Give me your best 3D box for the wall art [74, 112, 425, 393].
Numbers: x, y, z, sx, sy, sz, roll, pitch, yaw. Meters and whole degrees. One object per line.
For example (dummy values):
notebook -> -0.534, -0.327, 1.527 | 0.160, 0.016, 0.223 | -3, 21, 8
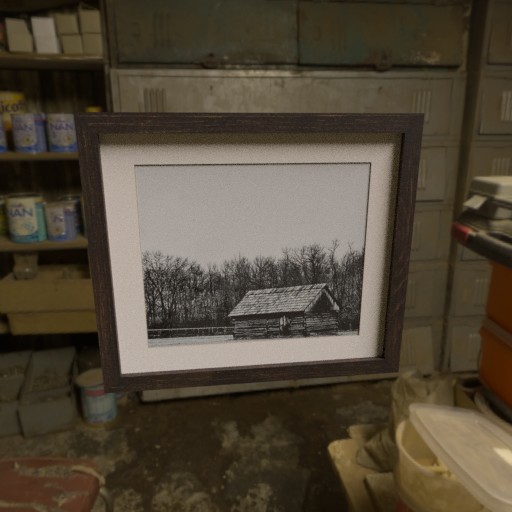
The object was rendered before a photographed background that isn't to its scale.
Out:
wall art -> 0.000, 0.000, 0.538 | 0.381, 0.330, 0.031 | -2, 17, -7
